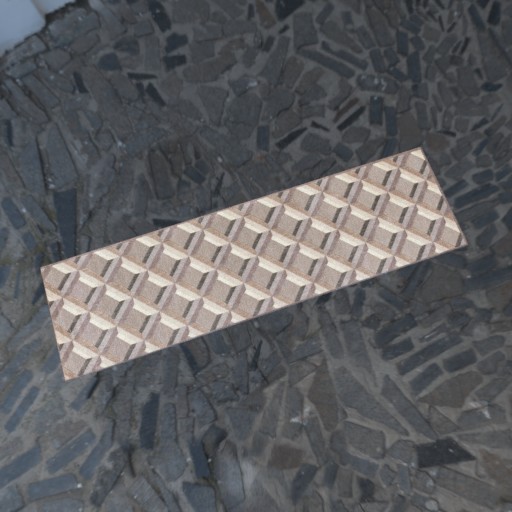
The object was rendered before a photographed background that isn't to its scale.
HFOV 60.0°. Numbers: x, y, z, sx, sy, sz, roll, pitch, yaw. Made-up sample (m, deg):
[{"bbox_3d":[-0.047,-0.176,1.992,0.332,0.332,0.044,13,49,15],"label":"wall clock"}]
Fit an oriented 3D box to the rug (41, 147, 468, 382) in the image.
[{"bbox_3d":[0.000,0.000,2.612,2.437,0.013,0.685,-18,76,-5],"label":"rug"}]
